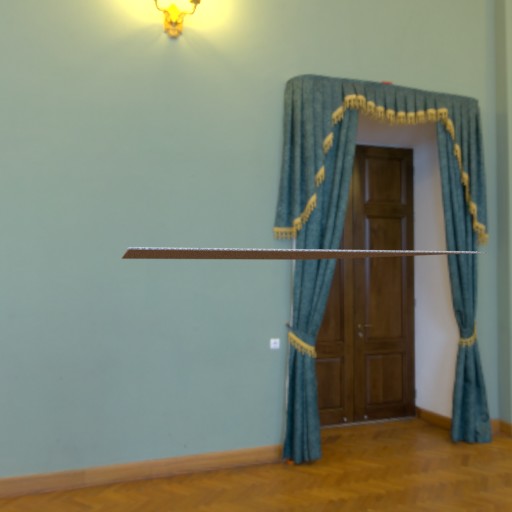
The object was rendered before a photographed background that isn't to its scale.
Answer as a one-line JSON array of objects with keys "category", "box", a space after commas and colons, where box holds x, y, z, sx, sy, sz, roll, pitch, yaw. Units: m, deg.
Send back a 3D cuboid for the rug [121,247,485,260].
[{"category": "rug", "box": [0.000, 0.000, 4.140, 2.380, 0.013, 3.051, 0, -1, -18]}]
